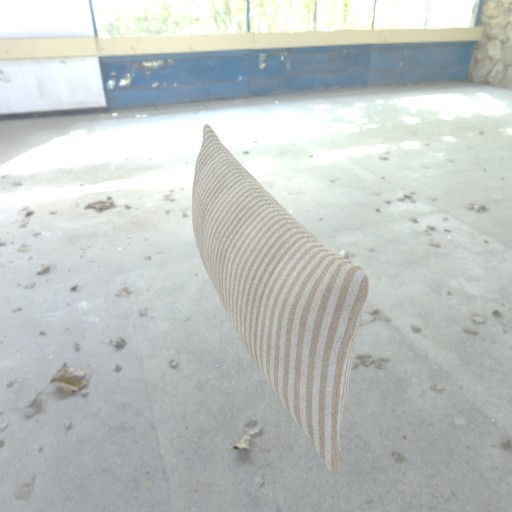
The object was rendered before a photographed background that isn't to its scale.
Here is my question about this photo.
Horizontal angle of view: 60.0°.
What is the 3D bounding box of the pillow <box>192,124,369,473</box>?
[{"bbox_3d":[0.000,0.000,0.730,0.151,0.295,0.617,-10,31,-17],"label":"pillow"}]
